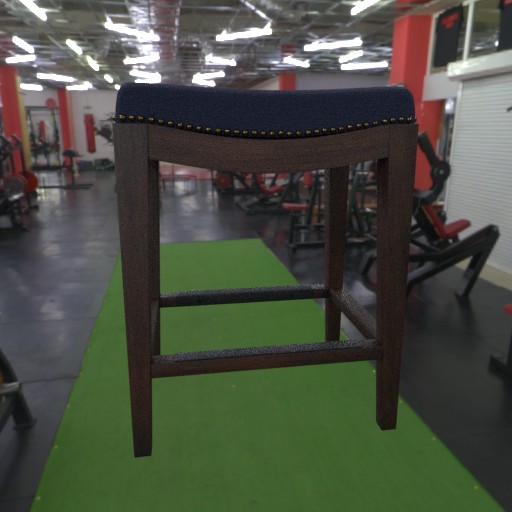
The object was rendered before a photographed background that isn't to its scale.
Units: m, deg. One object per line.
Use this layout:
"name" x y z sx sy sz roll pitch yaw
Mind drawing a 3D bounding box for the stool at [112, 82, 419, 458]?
"stool" 0.000 0.000 0.919 0.500 0.642 0.361 -2 16 -9
